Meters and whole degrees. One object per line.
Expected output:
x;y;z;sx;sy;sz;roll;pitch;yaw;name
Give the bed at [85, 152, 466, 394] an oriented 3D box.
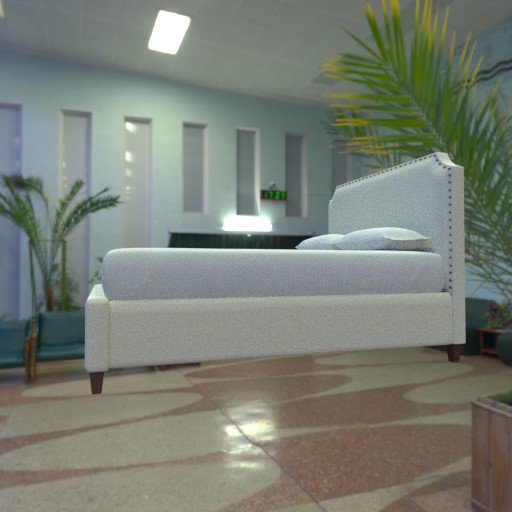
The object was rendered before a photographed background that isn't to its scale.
0.000;0.000;3.333;2.329;1.415;1.703;0;-1;-19;bed
